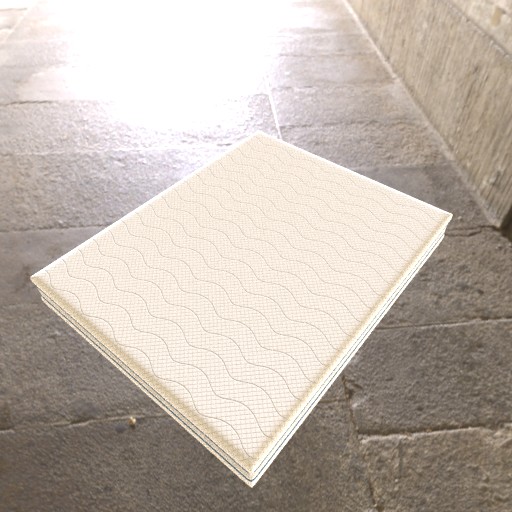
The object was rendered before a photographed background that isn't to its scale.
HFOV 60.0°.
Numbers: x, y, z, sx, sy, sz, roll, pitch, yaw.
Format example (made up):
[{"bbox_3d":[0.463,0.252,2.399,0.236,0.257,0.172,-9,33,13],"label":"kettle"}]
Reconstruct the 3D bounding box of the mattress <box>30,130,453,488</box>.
[{"bbox_3d":[0.000,0.000,2.704,1.600,0.230,2.000,31,54,26],"label":"mattress"}]
